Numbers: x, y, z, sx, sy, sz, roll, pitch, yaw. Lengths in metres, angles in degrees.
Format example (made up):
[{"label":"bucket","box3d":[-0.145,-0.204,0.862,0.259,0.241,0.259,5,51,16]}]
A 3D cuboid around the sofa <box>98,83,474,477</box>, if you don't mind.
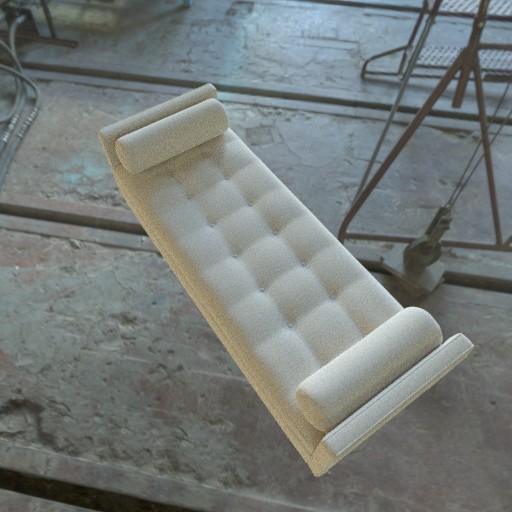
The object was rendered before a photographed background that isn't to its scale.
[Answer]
[{"label":"sofa","box3d":[0.000,0.000,2.300,0.746,0.641,1.985,-30,62,-18]}]
